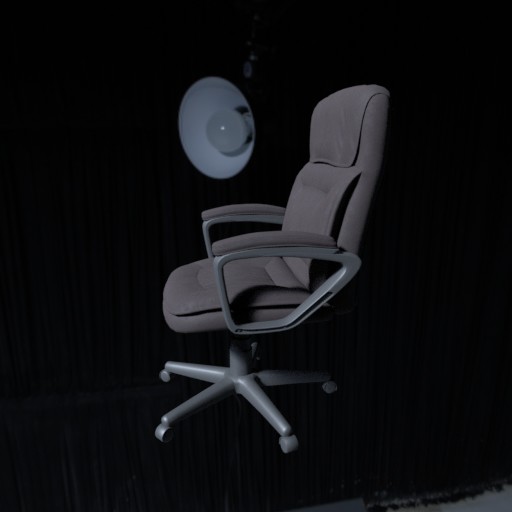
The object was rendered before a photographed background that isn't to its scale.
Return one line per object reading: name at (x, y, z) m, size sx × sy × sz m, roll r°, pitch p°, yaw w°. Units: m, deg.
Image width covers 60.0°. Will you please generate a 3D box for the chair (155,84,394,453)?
chair at (0.000, 0.000, 1.533) m, size 0.724 × 1.105 × 0.667 m, roll -2°, pitch 15°, yaw -9°
